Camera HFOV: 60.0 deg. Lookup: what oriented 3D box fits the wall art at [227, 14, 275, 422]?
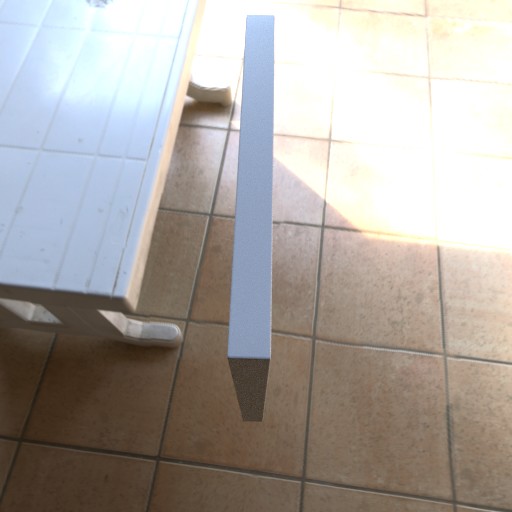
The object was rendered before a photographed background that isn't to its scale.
[{"bbox_3d":[0.000,0.000,0.523,0.028,0.381,0.331,1,64,1],"label":"wall art"}]
